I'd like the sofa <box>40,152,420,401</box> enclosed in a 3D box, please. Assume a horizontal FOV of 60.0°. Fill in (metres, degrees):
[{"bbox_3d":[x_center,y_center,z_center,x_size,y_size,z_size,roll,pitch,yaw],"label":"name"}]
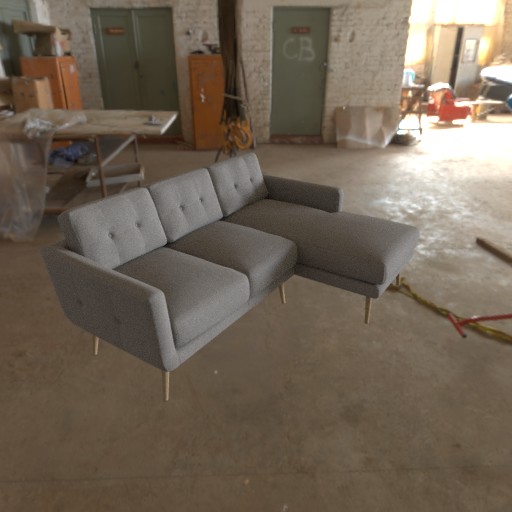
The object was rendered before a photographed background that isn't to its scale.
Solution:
[{"bbox_3d":[0.000,0.000,2.844,1.530,0.860,2.040,16,30,30],"label":"sofa"}]
